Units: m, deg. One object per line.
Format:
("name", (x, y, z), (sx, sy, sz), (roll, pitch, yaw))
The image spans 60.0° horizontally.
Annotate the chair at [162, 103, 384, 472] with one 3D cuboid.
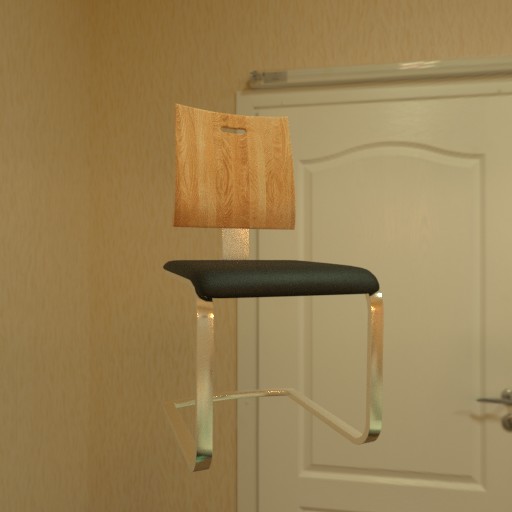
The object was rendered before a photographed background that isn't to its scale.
("chair", (0.000, 0.000, 1.224), (0.462, 0.936, 0.560), (0, 0, -20))
